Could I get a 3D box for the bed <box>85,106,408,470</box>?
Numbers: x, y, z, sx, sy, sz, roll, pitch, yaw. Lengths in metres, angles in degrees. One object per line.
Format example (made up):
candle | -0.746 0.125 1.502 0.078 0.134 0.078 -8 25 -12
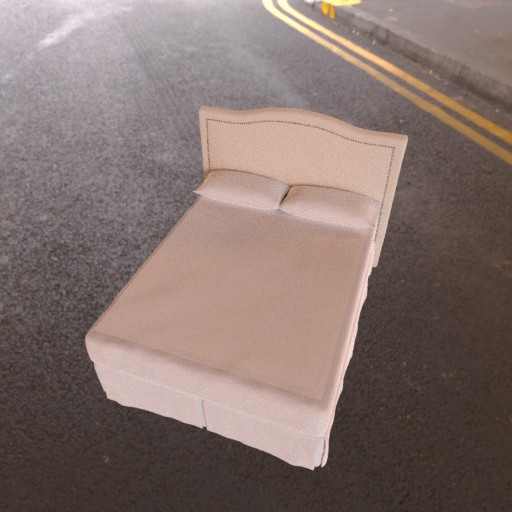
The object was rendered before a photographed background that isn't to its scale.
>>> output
bed | 0.000 0.000 3.301 1.753 1.460 2.143 13 42 15
